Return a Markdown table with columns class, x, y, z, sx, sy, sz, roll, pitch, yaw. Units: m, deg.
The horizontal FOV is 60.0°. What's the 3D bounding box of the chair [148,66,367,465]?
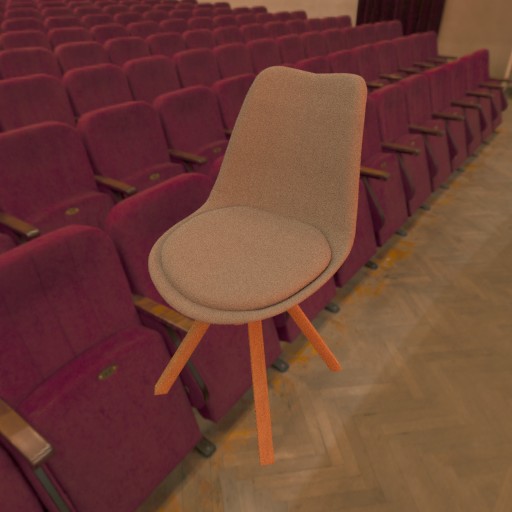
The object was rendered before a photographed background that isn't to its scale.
| class | x | y | z | sx | sy | sz | roll | pitch | yaw |
| --- | --- | --- | --- | --- | --- | --- | --- | --- | --- |
| chair | 0.000 | 0.000 | 1.182 | 0.474 | 0.863 | 0.549 | 21 | 37 | 30 |
